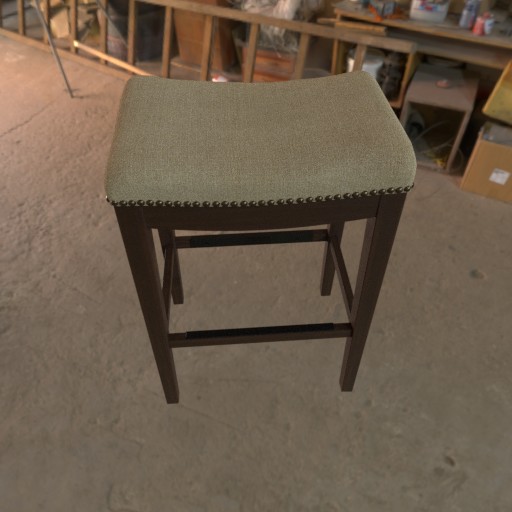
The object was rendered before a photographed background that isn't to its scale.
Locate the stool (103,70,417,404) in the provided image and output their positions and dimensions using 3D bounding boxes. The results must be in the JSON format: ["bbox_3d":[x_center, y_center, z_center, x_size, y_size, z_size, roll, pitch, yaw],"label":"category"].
[{"bbox_3d":[0.000,0.000,1.052,0.509,0.768,0.363,-3,48,-3],"label":"stool"}]
